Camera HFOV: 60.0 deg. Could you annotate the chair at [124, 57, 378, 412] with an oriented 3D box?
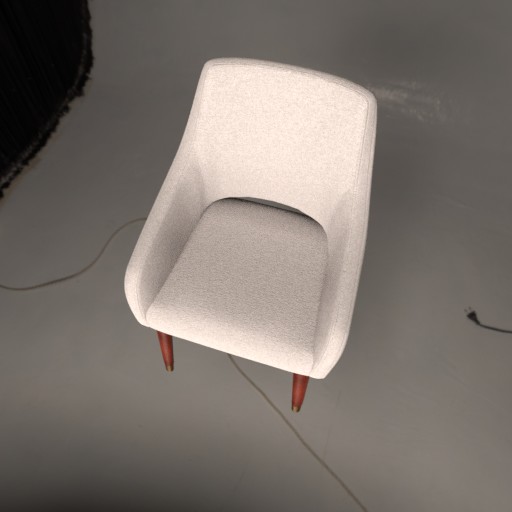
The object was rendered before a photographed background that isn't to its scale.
[{"bbox_3d":[0.000,0.000,1.318,0.609,0.889,0.600,15,60,9],"label":"chair"}]
